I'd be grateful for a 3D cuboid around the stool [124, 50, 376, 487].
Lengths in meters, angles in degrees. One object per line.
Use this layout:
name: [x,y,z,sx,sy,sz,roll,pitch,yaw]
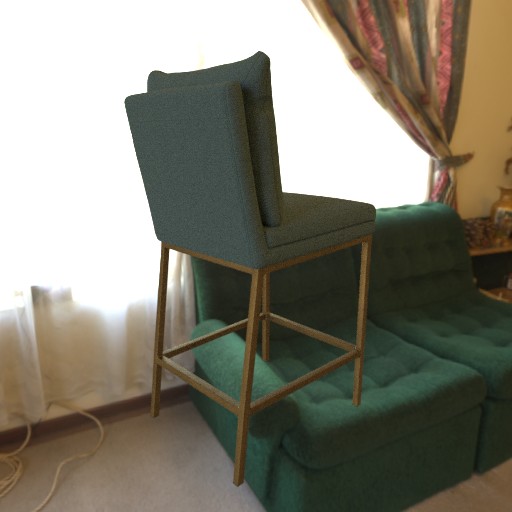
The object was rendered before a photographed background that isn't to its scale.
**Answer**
stool: [0.000,0.000,1.314,0.568,1.032,0.463,-14,20,-42]
